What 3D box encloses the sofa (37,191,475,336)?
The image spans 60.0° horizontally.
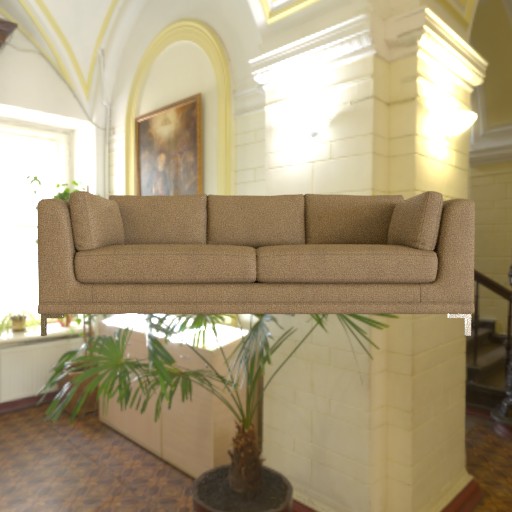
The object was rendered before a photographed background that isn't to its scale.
[{"bbox_3d":[0.000,0.000,2.897,2.415,0.867,0.969,0,1,0],"label":"sofa"}]
